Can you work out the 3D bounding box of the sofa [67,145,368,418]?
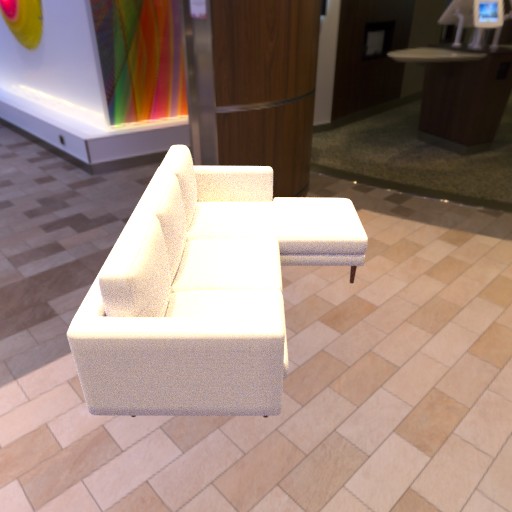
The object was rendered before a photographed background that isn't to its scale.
[{"bbox_3d":[0.000,0.000,2.796,1.580,0.899,2.029,0,31,0],"label":"sofa"}]
